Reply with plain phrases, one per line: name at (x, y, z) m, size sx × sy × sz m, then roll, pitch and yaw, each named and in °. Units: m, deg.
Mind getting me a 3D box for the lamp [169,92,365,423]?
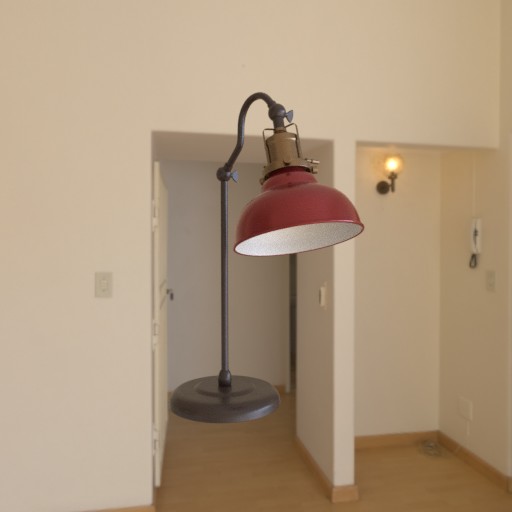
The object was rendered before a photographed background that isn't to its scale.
lamp at (0.000, 0.000, 0.693) m, size 0.192 × 0.508 × 0.374 m, roll 0°, pitch 1°, yaw -36°
